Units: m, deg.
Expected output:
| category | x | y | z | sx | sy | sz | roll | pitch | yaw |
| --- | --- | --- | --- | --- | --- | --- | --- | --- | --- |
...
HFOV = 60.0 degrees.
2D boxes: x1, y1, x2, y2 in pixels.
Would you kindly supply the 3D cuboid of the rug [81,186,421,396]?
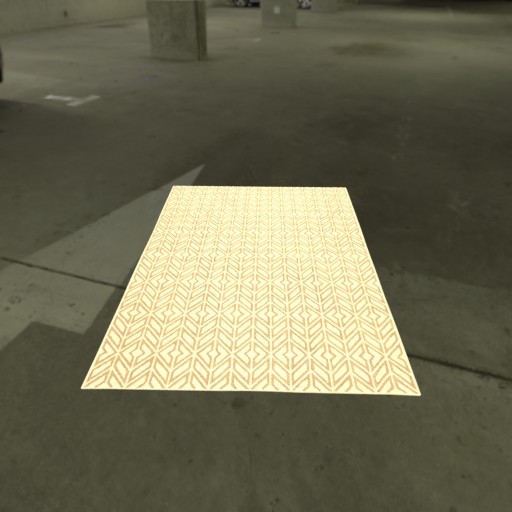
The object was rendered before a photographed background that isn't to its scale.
| category | x | y | z | sx | sy | sz | roll | pitch | yaw |
| --- | --- | --- | --- | --- | --- | --- | --- | --- | --- |
| rug | 0.000 | 0.000 | 2.359 | 1.220 | 0.007 | 1.828 | 1 | 32 | 1 |
